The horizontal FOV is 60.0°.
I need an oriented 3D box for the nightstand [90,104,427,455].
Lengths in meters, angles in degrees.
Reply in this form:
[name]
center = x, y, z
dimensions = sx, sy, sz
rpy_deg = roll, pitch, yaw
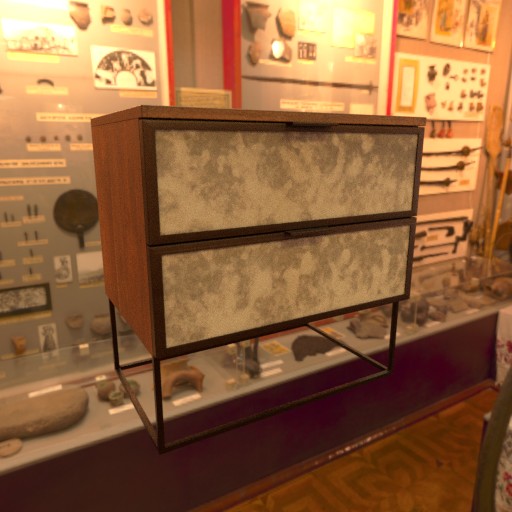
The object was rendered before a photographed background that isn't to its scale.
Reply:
[nightstand]
center = 0.000, 0.000, 1.024
dimensions = 0.605, 0.611, 0.427
rpy_deg = -8, 16, -29
